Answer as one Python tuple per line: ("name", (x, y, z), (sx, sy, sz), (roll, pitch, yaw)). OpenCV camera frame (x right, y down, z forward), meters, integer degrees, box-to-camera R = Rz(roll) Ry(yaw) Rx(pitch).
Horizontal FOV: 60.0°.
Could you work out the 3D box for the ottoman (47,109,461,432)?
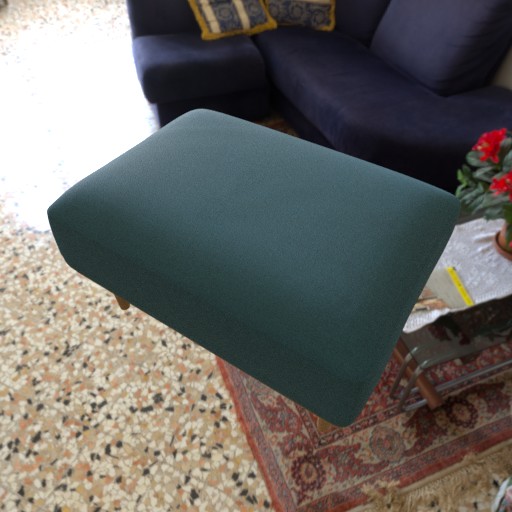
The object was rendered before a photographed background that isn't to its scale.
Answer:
("ottoman", (0.000, 0.000, 1.056), (0.749, 0.428, 0.549), (25, 51, 22))
